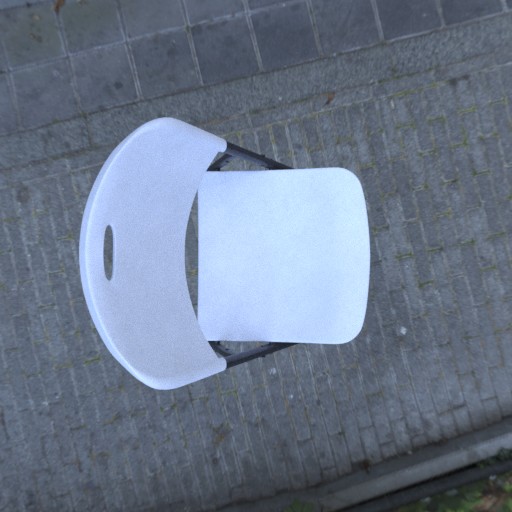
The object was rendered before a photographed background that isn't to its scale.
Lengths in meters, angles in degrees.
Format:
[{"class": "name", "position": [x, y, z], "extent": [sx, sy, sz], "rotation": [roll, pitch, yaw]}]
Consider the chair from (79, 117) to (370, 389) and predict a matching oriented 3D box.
[{"class": "chair", "position": [0.000, 0.000, 1.124], "extent": [0.566, 0.810, 0.494], "rotation": [0, 89, 2]}]
